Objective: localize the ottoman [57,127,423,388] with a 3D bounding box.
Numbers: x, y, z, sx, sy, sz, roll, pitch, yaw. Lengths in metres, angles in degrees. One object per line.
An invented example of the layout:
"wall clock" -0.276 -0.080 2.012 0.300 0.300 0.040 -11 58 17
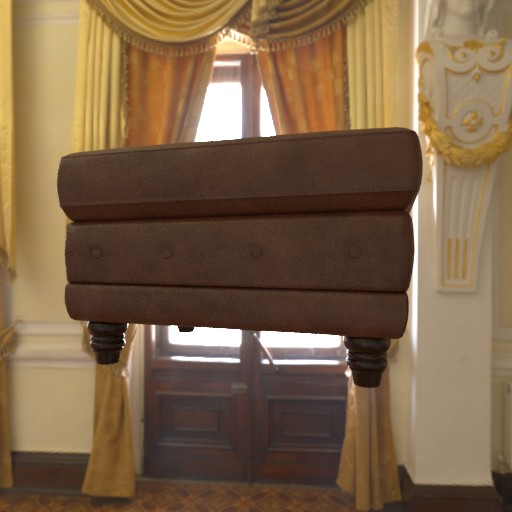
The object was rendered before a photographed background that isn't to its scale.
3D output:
"ottoman" 0.000 0.000 1.176 0.795 0.509 0.588 0 1 17
